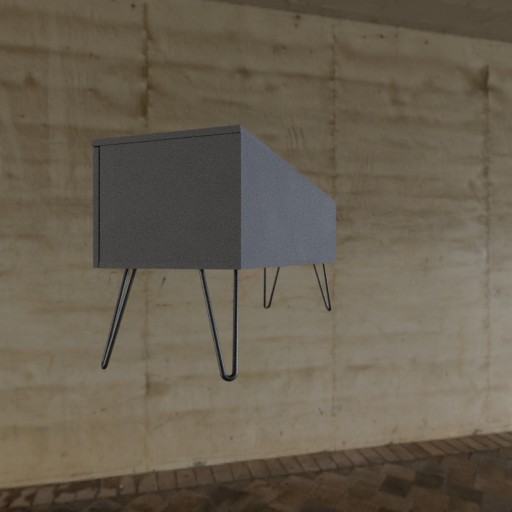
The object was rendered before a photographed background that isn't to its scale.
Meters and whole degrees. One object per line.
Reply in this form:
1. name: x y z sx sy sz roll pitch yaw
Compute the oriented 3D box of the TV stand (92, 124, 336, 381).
1. TV stand: 0.000 0.000 1.678 0.400 0.560 1.400 0 0 19
